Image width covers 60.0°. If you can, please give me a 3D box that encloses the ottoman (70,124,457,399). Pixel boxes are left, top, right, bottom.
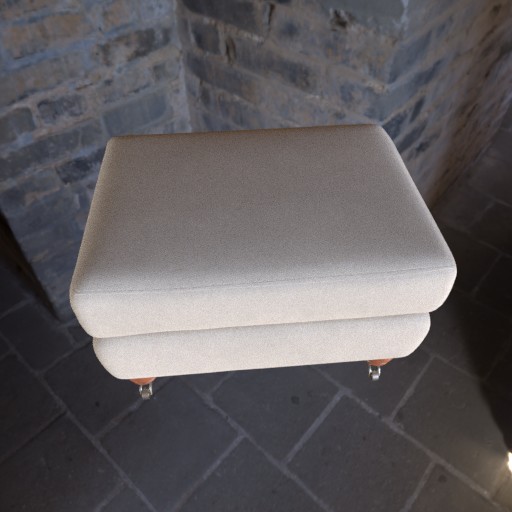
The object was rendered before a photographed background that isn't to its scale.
[{"bbox_3d":[0.000,0.000,1.167,0.773,0.504,0.569,-4,47,-3],"label":"ottoman"}]
